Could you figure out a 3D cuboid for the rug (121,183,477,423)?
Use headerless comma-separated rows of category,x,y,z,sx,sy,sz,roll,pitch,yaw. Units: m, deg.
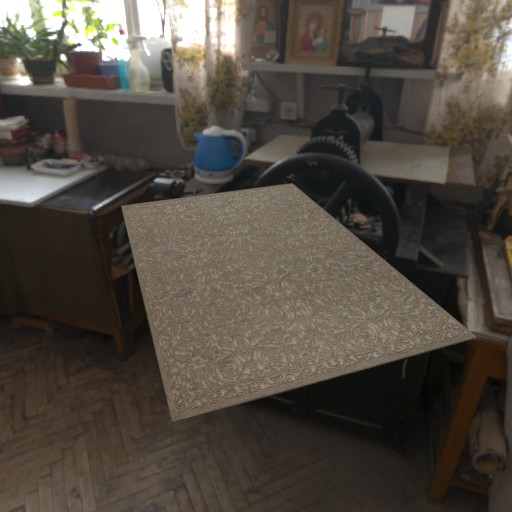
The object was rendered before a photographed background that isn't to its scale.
rug,0.000,0.000,2.337,1.221,0.006,1.827,-10,31,-17
